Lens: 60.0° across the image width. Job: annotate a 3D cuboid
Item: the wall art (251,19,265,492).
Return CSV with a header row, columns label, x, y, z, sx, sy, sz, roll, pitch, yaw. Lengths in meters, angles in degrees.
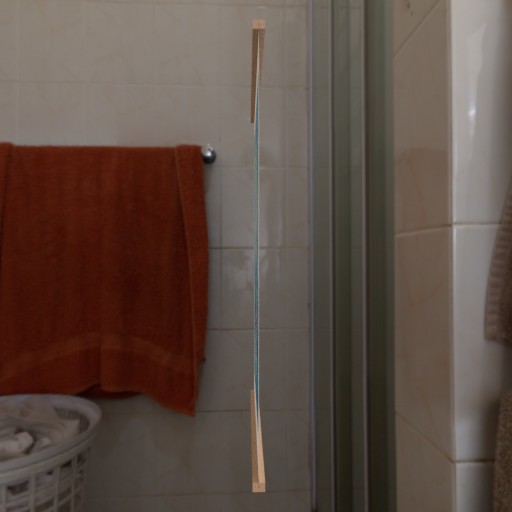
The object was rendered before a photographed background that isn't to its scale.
label,x,y,z,sx,sy,sz,roll,pitch,yaw
wall art,0.000,0.000,0.646,0.013,0.510,0.335,0,0,-1
